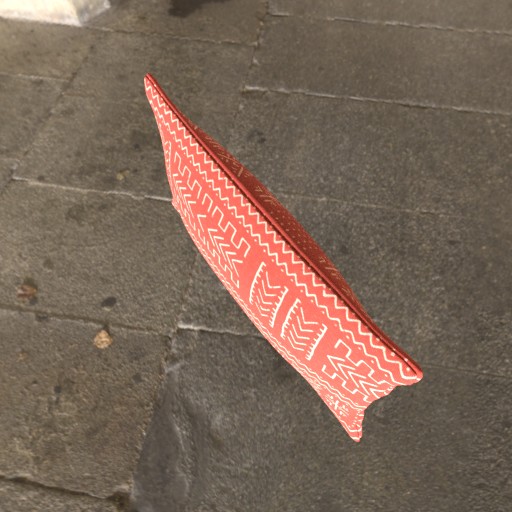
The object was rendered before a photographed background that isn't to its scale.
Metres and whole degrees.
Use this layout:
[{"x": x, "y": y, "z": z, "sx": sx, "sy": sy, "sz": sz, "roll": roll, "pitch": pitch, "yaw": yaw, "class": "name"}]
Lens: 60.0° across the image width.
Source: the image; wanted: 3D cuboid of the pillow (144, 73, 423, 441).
[{"x": 0.000, "y": 0.000, "z": 0.757, "sx": 0.130, "sy": 0.352, "sz": 0.640, "roll": -31, "pitch": 63, "yaw": -18, "class": "pillow"}]
